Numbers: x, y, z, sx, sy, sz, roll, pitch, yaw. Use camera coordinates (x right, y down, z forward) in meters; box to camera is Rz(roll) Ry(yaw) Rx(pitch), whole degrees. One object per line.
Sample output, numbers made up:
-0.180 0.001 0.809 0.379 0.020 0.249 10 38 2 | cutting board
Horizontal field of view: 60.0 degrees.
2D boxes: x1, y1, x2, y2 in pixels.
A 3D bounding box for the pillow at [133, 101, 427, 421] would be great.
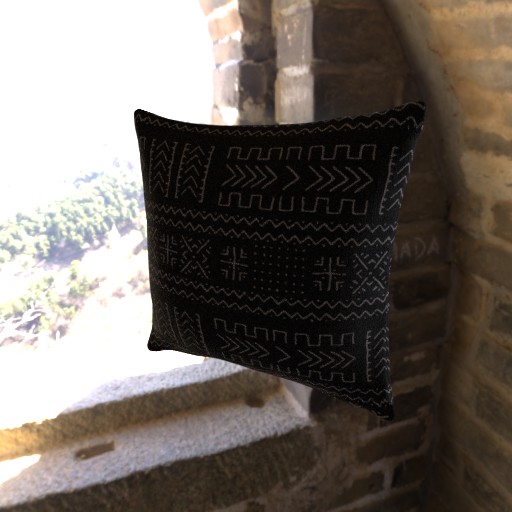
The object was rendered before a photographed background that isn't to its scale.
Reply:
0.000 0.000 0.660 0.438 0.430 0.164 8 19 25 | pillow
